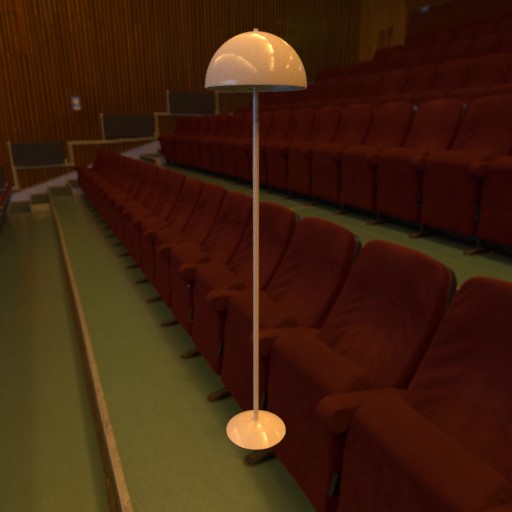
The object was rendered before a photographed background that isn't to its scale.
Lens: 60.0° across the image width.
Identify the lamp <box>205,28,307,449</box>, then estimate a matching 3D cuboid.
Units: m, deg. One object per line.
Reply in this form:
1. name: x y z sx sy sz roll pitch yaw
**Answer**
1. lamp: 0.000 0.000 1.599 0.328 1.480 0.328 -8 19 -25
